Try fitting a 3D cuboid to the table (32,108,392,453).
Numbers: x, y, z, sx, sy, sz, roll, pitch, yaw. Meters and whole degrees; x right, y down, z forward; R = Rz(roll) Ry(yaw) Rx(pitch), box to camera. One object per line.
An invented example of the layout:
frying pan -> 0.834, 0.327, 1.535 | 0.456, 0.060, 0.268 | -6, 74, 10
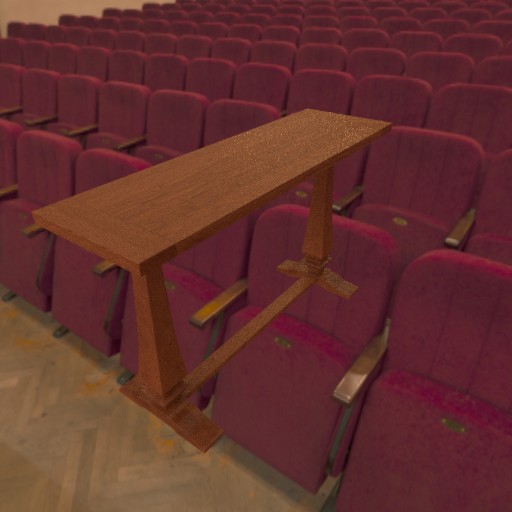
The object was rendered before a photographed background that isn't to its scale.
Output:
table -> 0.000, 0.000, 1.842 | 0.461, 0.852, 1.478 | 21, 38, 31
